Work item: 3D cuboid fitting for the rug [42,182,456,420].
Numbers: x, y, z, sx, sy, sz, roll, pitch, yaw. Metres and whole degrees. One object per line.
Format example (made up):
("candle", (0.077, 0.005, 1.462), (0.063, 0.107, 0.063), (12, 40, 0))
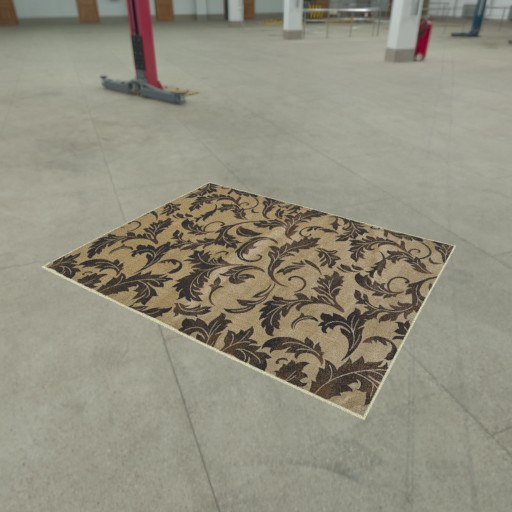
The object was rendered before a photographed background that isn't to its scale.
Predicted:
("rug", (0.000, 0.000, 4.038), (2.977, 0.008, 2.380), (18, 36, 28))
